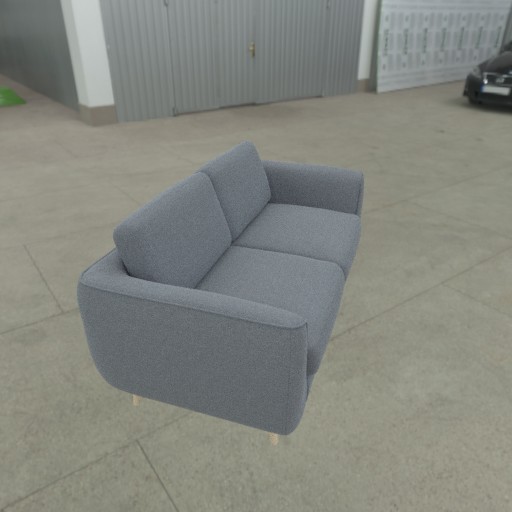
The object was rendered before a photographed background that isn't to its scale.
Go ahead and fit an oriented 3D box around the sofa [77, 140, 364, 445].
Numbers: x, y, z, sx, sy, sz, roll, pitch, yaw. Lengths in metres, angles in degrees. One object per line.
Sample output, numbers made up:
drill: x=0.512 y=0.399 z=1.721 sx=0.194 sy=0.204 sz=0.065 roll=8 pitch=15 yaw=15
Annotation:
sofa: x=0.000 y=0.000 z=2.222 sx=0.920 sy=0.850 sz=1.700 roll=9 pitch=30 yaw=16
